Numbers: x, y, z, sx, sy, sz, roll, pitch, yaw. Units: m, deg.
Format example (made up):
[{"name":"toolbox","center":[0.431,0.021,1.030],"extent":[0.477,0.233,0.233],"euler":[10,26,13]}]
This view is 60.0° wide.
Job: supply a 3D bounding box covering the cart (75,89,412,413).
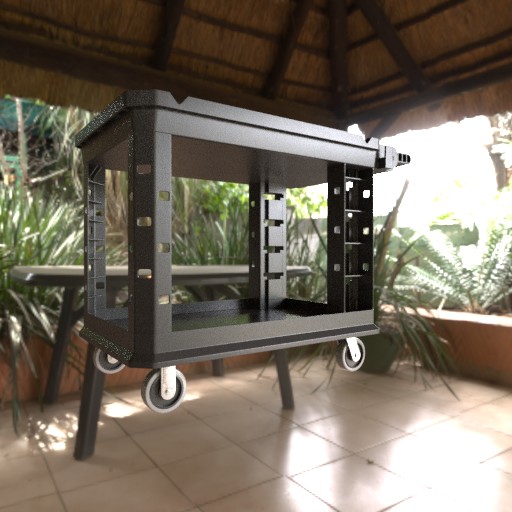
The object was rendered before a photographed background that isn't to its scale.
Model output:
[{"name":"cart","center":[0.000,0.000,1.758],"extent":[1.239,0.884,0.674],"euler":[0,1,-35]}]
